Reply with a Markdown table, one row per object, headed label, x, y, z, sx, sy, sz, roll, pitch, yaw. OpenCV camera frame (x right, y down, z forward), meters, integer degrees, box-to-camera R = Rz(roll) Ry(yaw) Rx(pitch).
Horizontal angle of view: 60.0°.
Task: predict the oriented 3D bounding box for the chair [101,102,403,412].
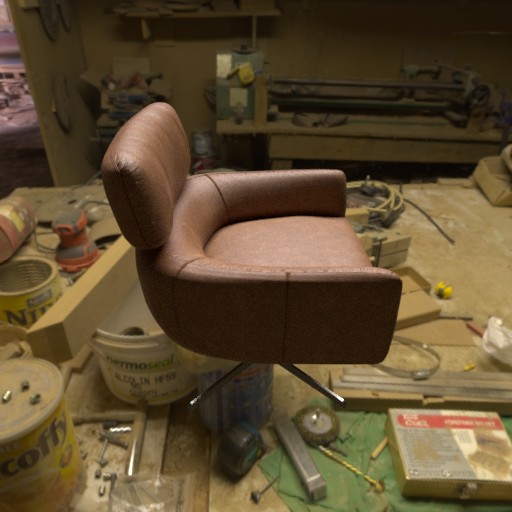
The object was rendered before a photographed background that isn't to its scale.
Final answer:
| label | x | y | z | sx | sy | sz | roll | pitch | yaw |
| --- | --- | --- | --- | --- | --- | --- | --- | --- | --- |
| chair | 0.000 | 0.000 | 1.337 | 0.715 | 0.812 | 0.706 | -1 | 31 | -1 |
